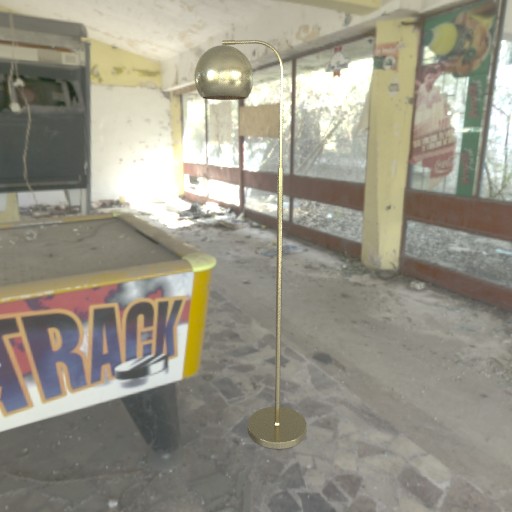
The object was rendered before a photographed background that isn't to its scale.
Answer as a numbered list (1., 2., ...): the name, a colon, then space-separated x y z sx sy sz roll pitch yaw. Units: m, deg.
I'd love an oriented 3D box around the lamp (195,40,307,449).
1. lamp: 0.000 0.000 1.704 0.431 1.526 0.250 2 15 7
